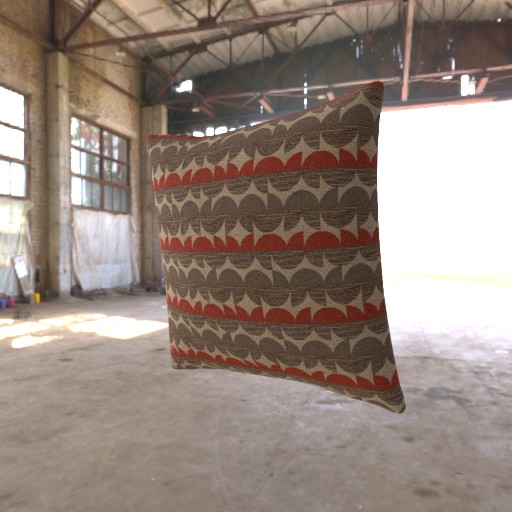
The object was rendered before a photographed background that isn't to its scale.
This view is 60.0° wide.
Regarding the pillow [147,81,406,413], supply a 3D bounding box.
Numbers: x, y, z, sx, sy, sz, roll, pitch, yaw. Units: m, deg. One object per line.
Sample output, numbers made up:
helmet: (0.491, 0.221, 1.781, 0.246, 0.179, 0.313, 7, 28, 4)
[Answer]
pillow: (0.000, 0.000, 0.654, 0.420, 0.410, 0.180, 0, 0, 37)
